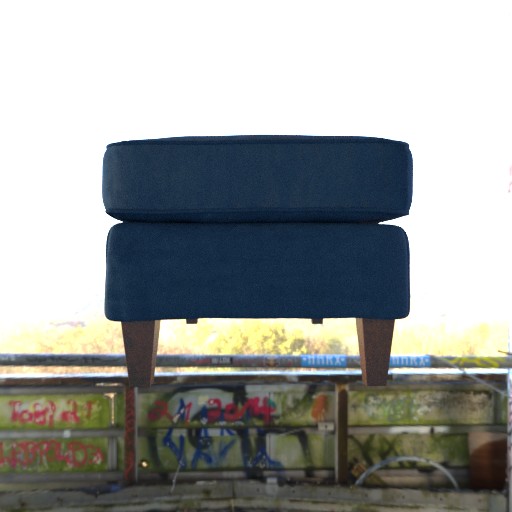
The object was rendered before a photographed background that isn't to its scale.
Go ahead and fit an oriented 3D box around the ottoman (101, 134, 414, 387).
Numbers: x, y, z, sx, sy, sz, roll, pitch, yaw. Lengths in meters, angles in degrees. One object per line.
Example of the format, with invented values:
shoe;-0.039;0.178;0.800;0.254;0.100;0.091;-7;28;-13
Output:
ottoman;0.000;0.000;1.208;0.583;0.484;0.862;0;0;-1
